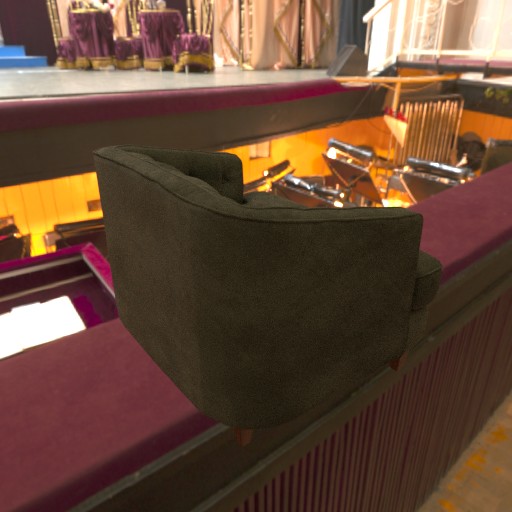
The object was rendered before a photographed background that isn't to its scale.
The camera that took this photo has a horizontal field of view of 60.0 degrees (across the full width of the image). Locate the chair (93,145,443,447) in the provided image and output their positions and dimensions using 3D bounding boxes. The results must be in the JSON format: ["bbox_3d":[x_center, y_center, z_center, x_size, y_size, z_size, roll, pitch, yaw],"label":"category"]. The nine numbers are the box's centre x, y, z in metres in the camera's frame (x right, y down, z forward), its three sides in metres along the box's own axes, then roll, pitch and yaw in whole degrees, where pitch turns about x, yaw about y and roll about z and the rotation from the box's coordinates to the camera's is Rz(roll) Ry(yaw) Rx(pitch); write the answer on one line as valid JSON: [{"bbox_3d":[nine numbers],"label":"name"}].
[{"bbox_3d":[0.000,0.000,1.739,0.941,0.852,1.104,-19,32,-33],"label":"chair"}]
